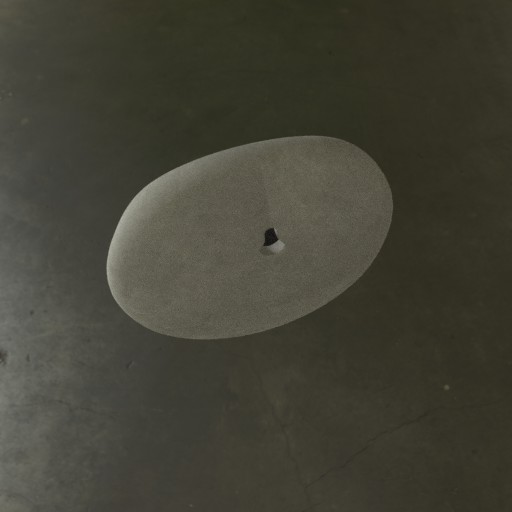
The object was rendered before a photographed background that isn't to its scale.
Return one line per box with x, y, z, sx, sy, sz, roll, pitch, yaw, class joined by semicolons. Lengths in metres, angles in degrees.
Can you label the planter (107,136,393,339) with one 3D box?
0.000;0.000;0.288;0.185;0.188;0.071;-15;59;-9;planter
